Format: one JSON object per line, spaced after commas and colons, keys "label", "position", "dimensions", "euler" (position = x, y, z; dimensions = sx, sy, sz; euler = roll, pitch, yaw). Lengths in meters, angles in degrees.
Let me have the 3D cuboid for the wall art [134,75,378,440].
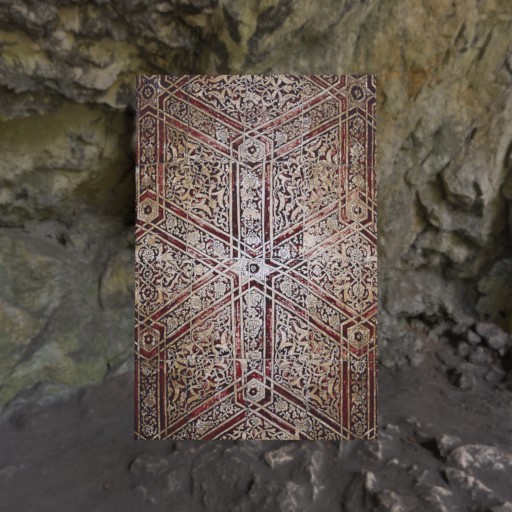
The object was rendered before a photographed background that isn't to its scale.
{"label": "wall art", "position": [0.000, 0.000, 0.737], "dimensions": [0.397, 0.599, 0.020], "euler": [0, -1, 0]}
